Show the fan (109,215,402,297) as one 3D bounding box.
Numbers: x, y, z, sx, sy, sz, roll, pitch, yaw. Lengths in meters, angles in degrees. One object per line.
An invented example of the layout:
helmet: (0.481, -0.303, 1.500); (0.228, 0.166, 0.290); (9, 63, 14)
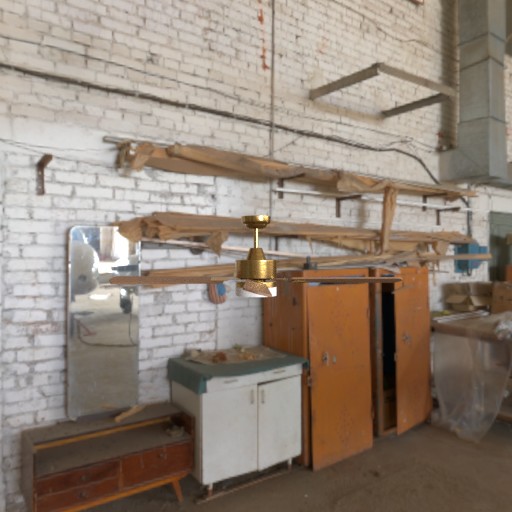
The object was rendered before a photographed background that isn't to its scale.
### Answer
fan: (0.000, 0.000, 2.001); (1.320, 0.355, 1.320); (0, 0, 0)
